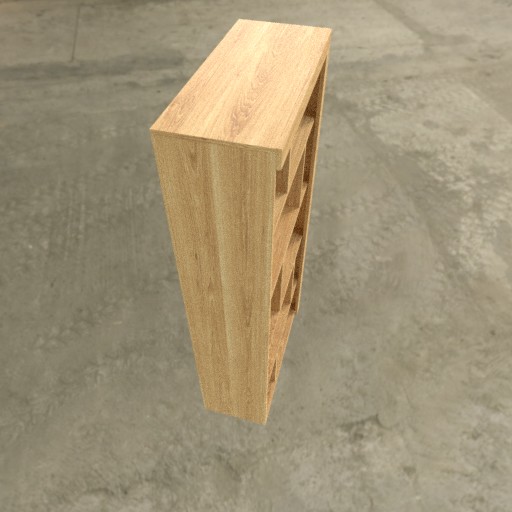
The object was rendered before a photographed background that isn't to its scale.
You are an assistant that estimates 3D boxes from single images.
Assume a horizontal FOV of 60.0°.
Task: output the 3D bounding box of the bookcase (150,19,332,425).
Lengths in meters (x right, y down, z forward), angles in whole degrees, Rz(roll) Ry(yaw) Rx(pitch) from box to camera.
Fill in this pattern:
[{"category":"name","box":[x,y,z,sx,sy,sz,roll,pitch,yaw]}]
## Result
[{"category":"bookcase","box":[0.000,0.000,2.380,0.420,2.020,0.950,11,48,10]}]
